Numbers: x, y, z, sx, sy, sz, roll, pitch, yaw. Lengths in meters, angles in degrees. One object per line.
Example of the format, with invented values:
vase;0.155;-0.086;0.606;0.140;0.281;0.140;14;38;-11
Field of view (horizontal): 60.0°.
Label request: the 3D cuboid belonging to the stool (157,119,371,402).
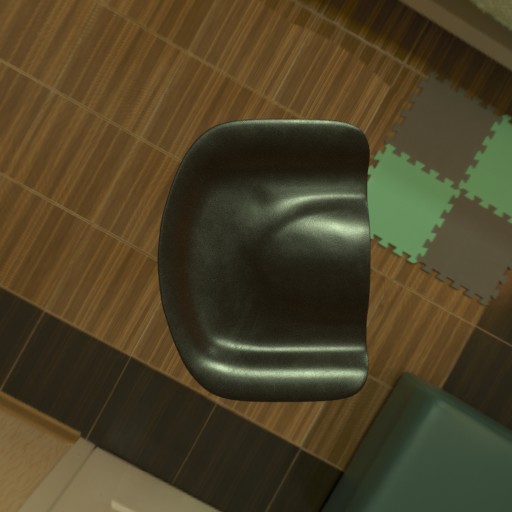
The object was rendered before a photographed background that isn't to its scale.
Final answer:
stool;0.000;0.000;0.995;0.361;0.749;0.440;0;91;-2
